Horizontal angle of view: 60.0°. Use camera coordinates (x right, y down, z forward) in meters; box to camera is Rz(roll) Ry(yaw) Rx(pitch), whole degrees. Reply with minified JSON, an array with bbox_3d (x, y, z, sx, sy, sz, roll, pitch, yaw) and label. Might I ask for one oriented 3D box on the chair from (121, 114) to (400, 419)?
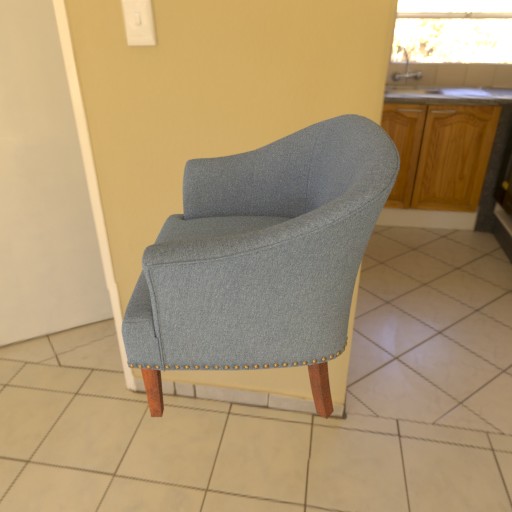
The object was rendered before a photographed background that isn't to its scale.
[{"bbox_3d":[0.000,0.000,1.421,0.704,0.815,0.798,0,28,0],"label":"chair"}]
